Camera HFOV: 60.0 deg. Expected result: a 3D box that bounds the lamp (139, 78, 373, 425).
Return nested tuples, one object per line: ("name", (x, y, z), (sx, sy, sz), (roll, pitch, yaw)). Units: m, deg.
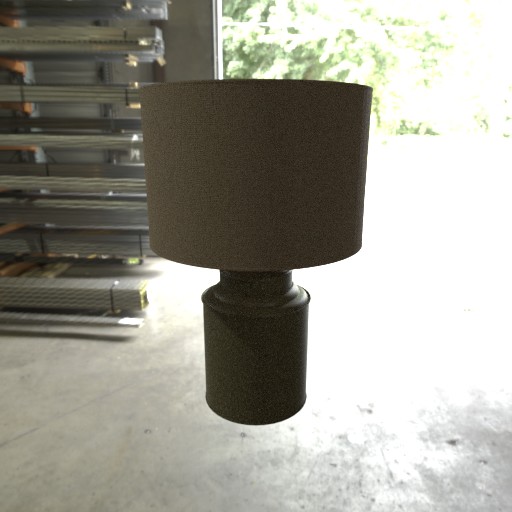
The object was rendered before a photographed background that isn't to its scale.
("lamp", (0.000, 0.000, 0.686), (0.318, 0.486, 0.318), (0, 16, 0))
